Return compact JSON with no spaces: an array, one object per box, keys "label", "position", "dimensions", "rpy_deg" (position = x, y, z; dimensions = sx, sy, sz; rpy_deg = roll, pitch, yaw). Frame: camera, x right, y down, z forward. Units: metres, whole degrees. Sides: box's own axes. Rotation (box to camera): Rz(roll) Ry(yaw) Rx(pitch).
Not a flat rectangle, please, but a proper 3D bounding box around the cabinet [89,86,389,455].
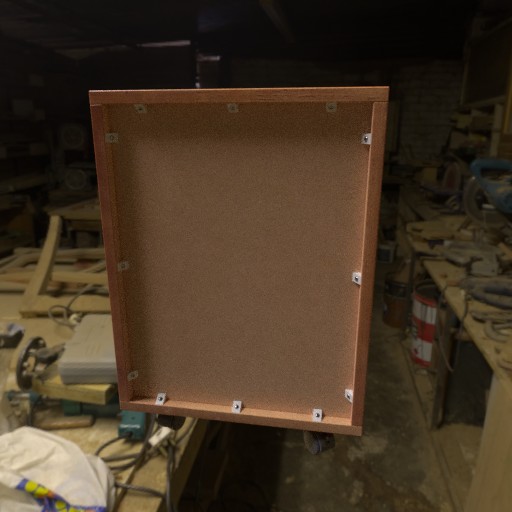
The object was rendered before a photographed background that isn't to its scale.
[{"label":"cabinet","position":[0.000,0.000,0.861],"dimensions":[0.409,0.579,0.401],"rpy_deg":[3,17,9]}]
